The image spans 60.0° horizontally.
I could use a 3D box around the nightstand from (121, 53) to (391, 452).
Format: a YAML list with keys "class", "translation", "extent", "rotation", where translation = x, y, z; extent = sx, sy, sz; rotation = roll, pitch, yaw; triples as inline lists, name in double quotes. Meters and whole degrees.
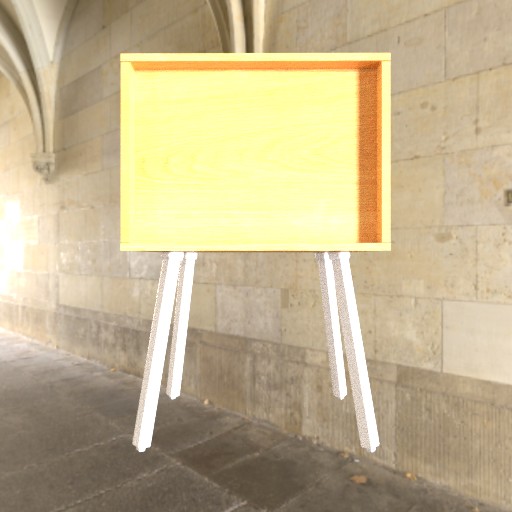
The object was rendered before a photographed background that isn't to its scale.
- class: "nightstand"
  translation: [0.000, 0.000, 0.815]
  extent: [0.400, 0.601, 0.316]
  rotation: [0, 0, 0]
